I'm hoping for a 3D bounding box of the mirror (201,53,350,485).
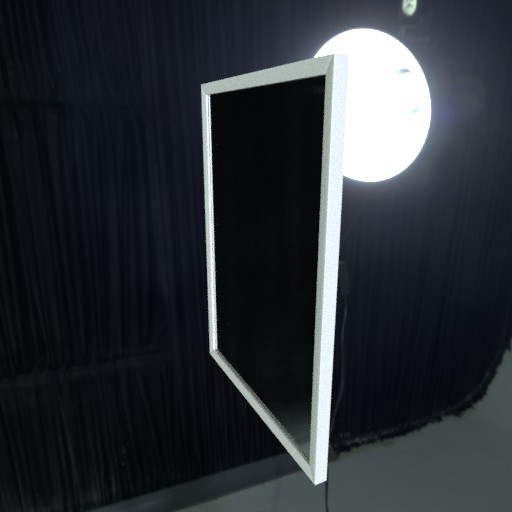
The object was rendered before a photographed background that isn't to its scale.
[{"bbox_3d":[0.000,0.000,1.326,0.040,1.016,0.762,-8,18,-25],"label":"mirror"}]
